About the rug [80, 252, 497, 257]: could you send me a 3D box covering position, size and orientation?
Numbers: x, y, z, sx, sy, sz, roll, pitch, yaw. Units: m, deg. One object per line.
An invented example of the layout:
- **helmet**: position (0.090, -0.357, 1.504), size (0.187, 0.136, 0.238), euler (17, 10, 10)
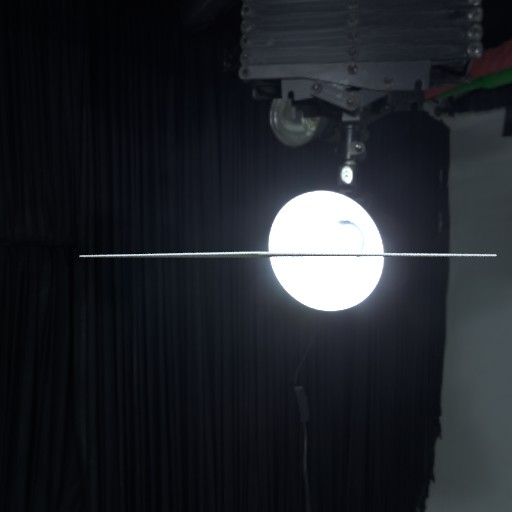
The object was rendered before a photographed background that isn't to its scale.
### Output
- **rug**: position (0.000, 0.000, 2.710), size (1.533, 0.010, 2.142), euler (0, 0, -36)
